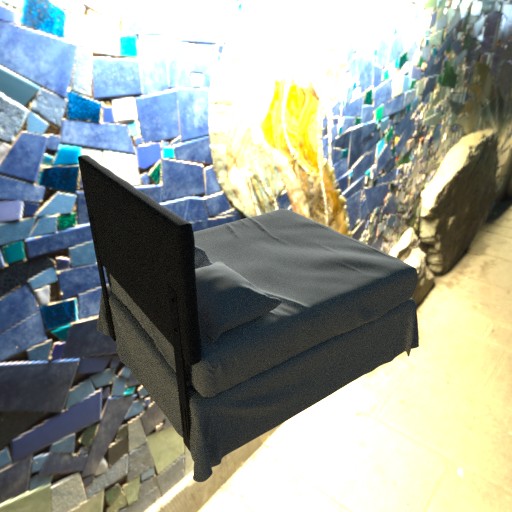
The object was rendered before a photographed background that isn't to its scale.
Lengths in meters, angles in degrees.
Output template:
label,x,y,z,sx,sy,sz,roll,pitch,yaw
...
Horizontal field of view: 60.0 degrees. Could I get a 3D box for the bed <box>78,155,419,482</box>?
label,x,y,z,sx,sy,sz,roll,pitch,yaw
bed,0.000,0.000,3.515,2.222,1.577,1.936,-18,32,-31
